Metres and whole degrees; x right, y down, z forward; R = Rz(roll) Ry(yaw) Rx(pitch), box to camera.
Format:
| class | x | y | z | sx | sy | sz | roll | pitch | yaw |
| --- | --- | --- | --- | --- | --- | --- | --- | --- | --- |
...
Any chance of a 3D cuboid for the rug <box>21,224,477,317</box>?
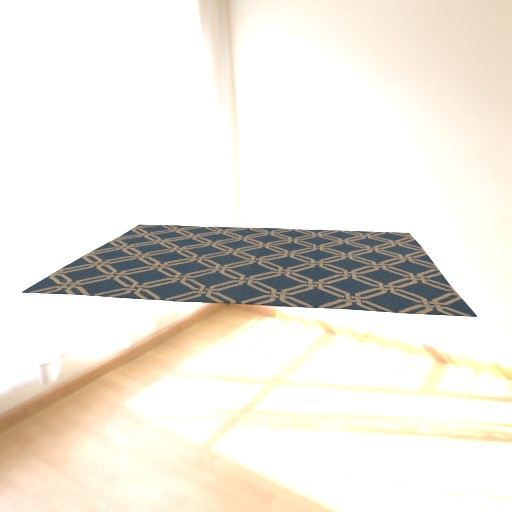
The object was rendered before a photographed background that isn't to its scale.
| class | x | y | z | sx | sy | sz | roll | pitch | yaw |
| --- | --- | --- | --- | --- | --- | --- | --- | --- | --- |
| rug | 0.000 | 0.000 | 2.741 | 2.135 | 0.013 | 1.524 | 2 | 17 | 7 |
